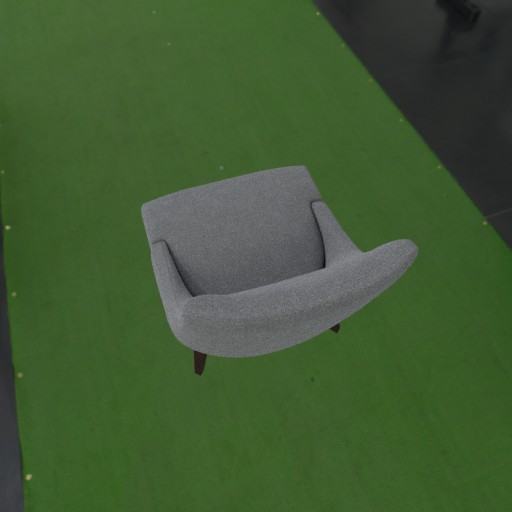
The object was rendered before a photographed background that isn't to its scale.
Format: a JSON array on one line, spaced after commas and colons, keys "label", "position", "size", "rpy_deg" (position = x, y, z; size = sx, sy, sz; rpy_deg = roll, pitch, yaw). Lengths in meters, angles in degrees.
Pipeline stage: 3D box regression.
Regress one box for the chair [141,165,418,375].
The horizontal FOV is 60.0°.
[{"label": "chair", "position": [0.000, 0.000, 1.510], "size": [0.701, 0.909, 0.861], "rpy_deg": [-15, 59, -9]}]
